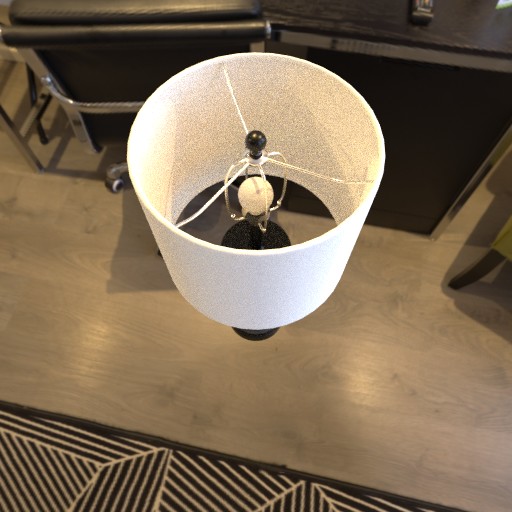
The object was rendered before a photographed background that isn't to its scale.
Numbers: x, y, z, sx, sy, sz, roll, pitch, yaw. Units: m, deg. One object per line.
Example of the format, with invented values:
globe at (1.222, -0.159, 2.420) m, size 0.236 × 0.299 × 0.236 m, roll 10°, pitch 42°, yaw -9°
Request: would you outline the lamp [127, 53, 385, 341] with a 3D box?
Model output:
lamp at (0.000, 0.000, 0.799) m, size 0.305 × 0.634 × 0.305 m, roll -17°, pitch 65°, yaw -8°
